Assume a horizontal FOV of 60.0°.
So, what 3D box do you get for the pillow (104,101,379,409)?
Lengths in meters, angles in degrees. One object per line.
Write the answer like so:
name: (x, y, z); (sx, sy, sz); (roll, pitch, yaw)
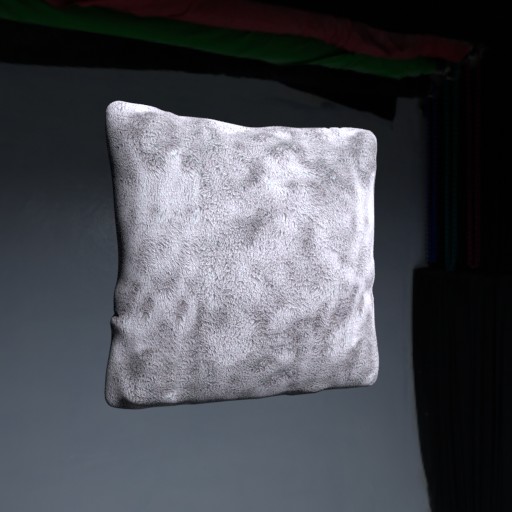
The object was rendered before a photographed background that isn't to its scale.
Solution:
pillow: (0.000, 0.000, 0.806); (0.522, 0.520, 0.204); (0, 0, -17)
